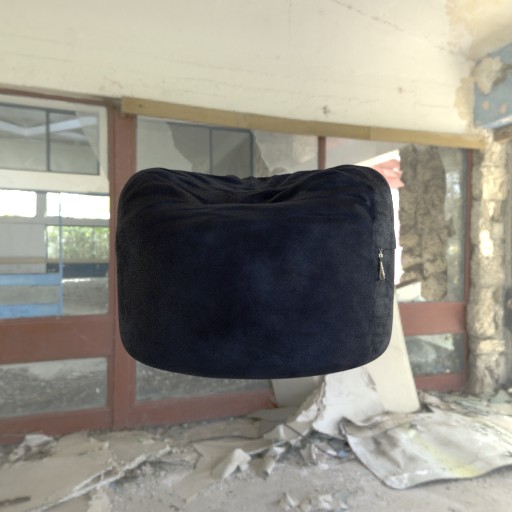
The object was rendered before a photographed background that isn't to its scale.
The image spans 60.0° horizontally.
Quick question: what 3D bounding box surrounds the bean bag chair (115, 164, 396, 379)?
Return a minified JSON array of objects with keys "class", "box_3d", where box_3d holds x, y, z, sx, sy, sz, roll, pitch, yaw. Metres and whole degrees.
[{"class":"bean bag chair","box_3d":[0.000,0.000,1.522,0.918,0.616,0.918,0,1,0]}]
